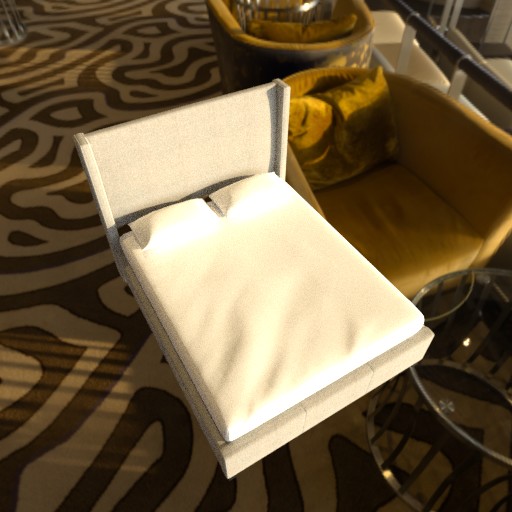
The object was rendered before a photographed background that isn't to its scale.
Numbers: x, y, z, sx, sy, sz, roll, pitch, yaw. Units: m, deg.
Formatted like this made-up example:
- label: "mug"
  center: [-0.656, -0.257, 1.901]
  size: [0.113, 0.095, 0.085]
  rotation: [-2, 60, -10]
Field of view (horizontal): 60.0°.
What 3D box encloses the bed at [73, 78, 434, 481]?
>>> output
- label: "bed"
  center: [0.000, 0.000, 3.386]
  size: [1.774, 1.491, 2.222]
  rotation: [-23, 51, -20]
